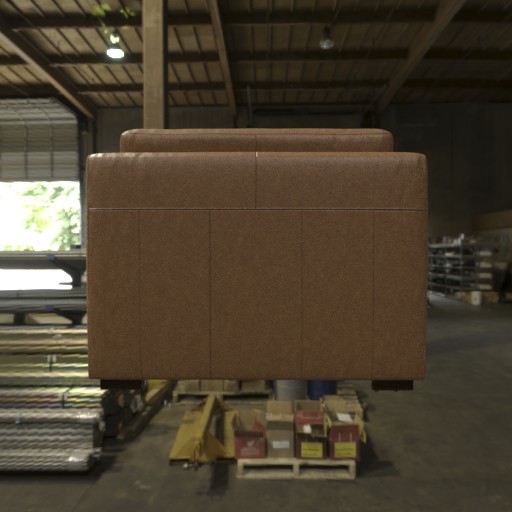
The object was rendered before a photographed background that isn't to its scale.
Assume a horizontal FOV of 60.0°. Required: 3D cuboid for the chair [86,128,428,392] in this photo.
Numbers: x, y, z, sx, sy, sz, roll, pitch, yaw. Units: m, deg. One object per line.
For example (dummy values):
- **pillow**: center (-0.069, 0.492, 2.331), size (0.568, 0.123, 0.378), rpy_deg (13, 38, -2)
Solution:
- **chair**: center (0.000, 0.000, 2.038), size (1.276, 0.978, 1.050), rpy_deg (0, 1, 0)
